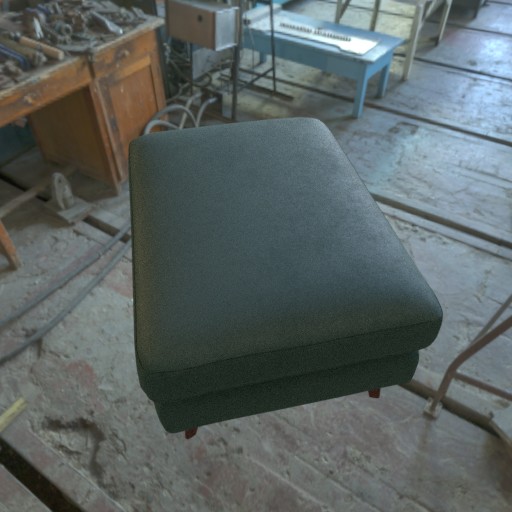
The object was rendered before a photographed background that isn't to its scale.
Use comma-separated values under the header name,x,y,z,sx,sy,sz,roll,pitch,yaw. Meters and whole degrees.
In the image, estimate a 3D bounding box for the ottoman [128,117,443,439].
name,x,y,z,sx,sy,sz,roll,pitch,yaw
ottoman,0.000,0.000,1.180,0.608,0.449,0.811,-9,47,-9
